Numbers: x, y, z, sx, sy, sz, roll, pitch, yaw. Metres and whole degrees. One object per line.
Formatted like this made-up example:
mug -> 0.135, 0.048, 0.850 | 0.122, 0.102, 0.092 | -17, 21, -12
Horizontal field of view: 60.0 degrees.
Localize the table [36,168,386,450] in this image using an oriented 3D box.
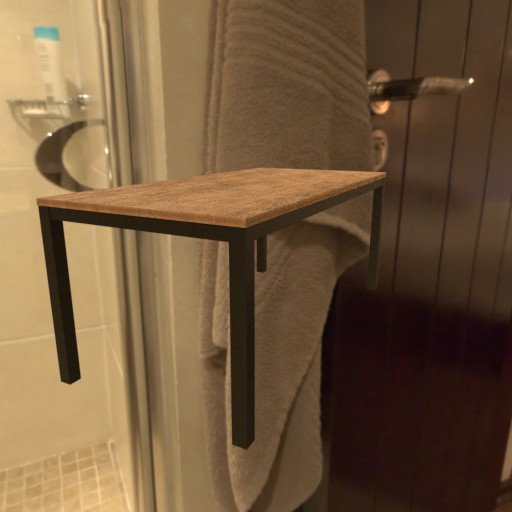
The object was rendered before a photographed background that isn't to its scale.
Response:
table -> 0.000, 0.000, 2.316 | 0.893, 0.767, 1.805 | 8, 17, 27
